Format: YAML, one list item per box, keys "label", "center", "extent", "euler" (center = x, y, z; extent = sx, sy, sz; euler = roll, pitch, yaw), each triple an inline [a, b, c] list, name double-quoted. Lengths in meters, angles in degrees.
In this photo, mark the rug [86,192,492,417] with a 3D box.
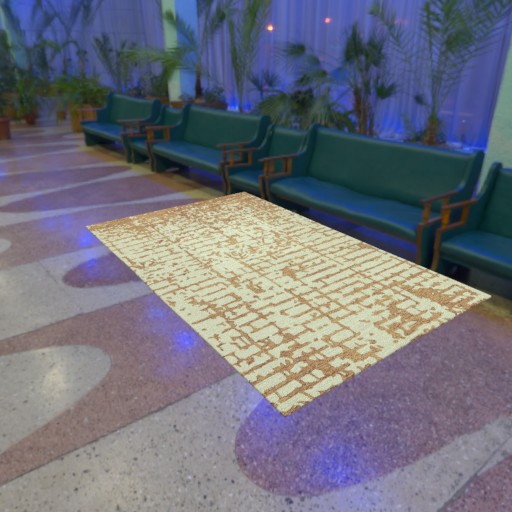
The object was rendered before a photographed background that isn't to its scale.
- label: "rug"
  center: [0.000, 0.000, 2.982]
  extent: [1.517, 0.011, 2.435]
  euler: [-18, 31, -32]
